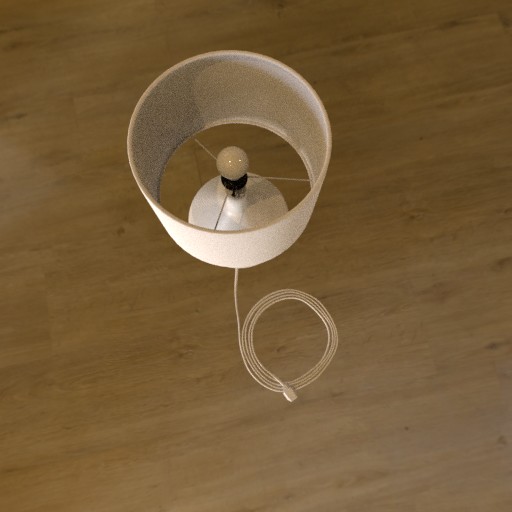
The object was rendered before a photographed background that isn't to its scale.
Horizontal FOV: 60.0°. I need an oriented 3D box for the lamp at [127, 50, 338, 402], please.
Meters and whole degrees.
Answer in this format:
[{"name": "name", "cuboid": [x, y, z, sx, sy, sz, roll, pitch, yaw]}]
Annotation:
[{"name": "lamp", "cuboid": [0.000, 0.000, 0.849, 0.401, 0.457, 0.546, 4, 76, 1]}]
